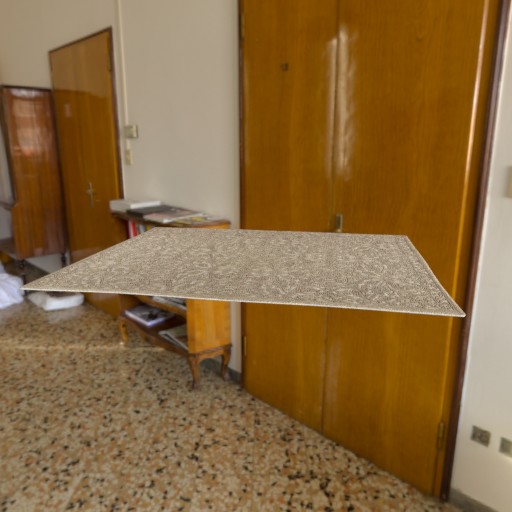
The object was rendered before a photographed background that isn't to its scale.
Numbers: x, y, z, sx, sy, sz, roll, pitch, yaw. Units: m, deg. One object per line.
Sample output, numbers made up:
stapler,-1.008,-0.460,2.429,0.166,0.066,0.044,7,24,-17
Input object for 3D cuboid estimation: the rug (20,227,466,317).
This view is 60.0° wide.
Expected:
rug,0.000,0.000,4.095,3.017,0.035,2.472,2,14,10
